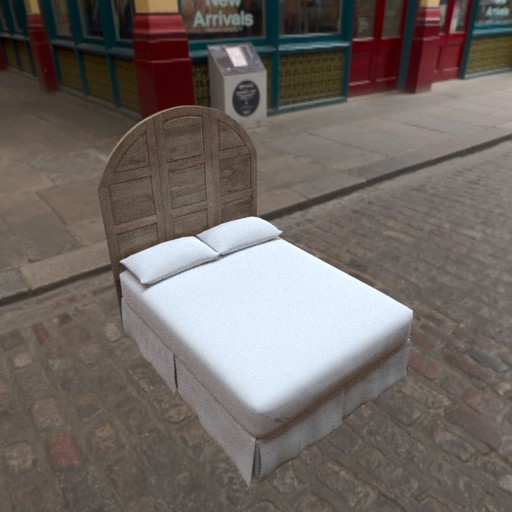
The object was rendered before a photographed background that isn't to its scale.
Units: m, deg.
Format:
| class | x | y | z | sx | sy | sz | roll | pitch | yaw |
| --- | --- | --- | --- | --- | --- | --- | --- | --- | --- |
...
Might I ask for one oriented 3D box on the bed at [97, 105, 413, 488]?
| class | x | y | z | sx | sy | sz | roll | pitch | yaw |
| --- | --- | --- | --- | --- | --- | --- | --- | --- | --- |
| bed | 0.000 | 0.000 | 3.530 | 1.713 | 2.002 | 2.112 | -21 | 35 | -33 |
